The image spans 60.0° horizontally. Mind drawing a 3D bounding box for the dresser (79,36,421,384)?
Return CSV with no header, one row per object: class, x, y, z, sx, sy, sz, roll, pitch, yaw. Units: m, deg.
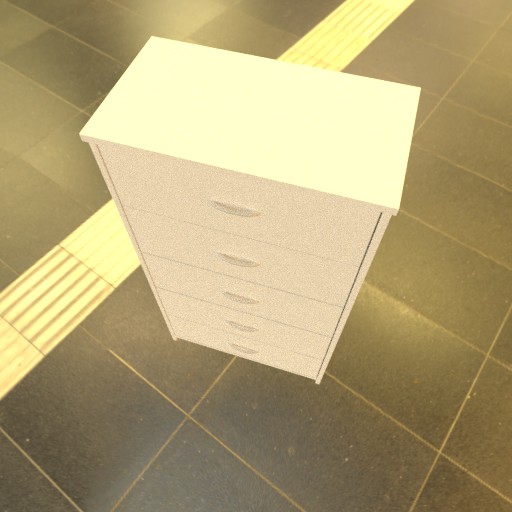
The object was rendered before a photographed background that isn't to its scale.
dresser,0.000,0.000,1.550,0.704,1.255,0.399,15,59,9
